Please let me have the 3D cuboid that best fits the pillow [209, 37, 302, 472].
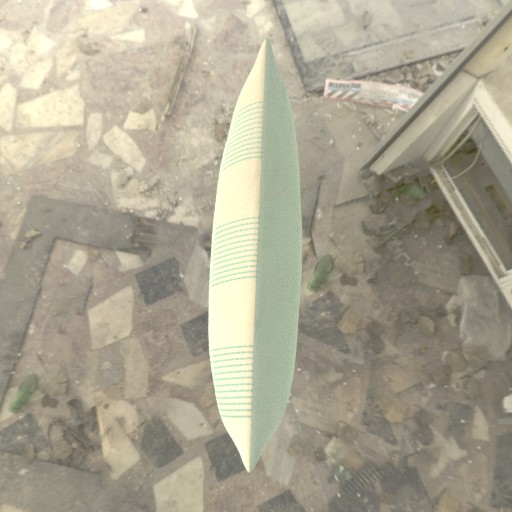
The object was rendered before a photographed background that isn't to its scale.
[{"bbox_3d":[0.000,0.000,0.733,0.151,0.287,0.610,2,76,1],"label":"pillow"}]
